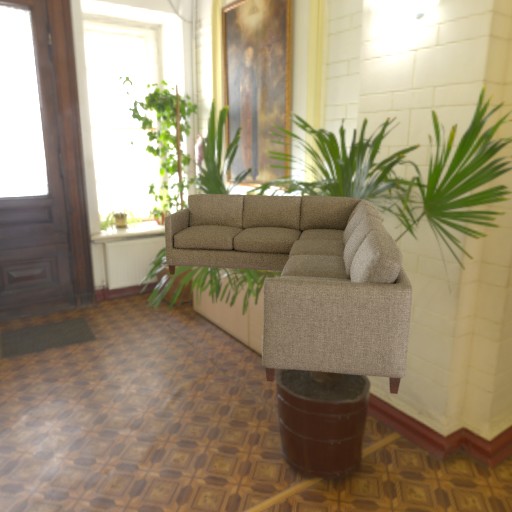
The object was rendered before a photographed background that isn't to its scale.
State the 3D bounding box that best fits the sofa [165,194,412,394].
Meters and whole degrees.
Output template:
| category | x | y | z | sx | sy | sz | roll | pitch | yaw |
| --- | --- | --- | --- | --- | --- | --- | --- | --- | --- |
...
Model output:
| category | x | y | z | sx | sy | sz | roll | pitch | yaw |
| --- | --- | --- | --- | --- | --- | --- | --- | --- | --- |
| sofa | 0.000 | 0.000 | 4.465 | 2.593 | 0.947 | 3.302 | 3 | 14 | 11 |
